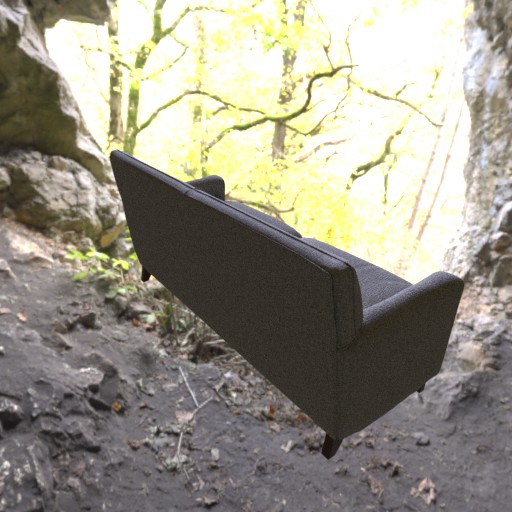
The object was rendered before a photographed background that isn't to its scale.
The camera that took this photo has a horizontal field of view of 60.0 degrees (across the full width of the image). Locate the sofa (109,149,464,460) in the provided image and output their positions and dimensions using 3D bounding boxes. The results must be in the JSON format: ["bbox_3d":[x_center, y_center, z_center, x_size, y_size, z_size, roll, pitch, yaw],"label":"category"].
[{"bbox_3d":[0.000,0.000,2.494,0.854,0.942,2.026,-18,32,-32],"label":"sofa"}]
